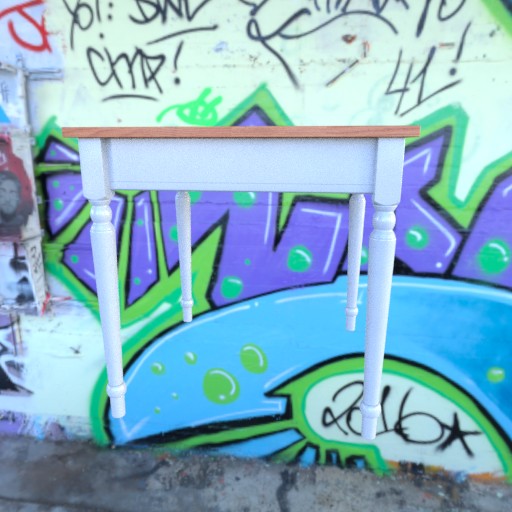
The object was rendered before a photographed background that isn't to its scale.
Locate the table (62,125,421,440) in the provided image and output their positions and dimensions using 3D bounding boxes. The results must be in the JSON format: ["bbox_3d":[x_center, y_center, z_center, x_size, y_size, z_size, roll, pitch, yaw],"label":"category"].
[{"bbox_3d":[0.000,0.000,1.357,0.747,0.738,0.747,2,15,8],"label":"table"}]
